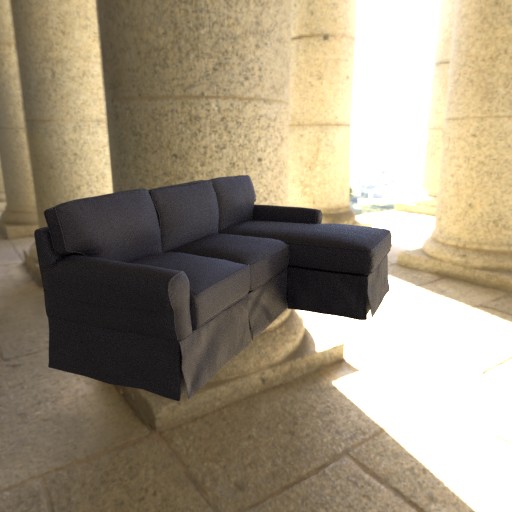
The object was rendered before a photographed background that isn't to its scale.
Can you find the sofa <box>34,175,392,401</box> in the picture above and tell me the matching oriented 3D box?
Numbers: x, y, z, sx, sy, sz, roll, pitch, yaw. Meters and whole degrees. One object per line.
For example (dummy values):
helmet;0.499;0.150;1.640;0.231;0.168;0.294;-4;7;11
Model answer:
sofa;0.000;0.000;3.319;1.637;1.039;2.518;7;16;25
